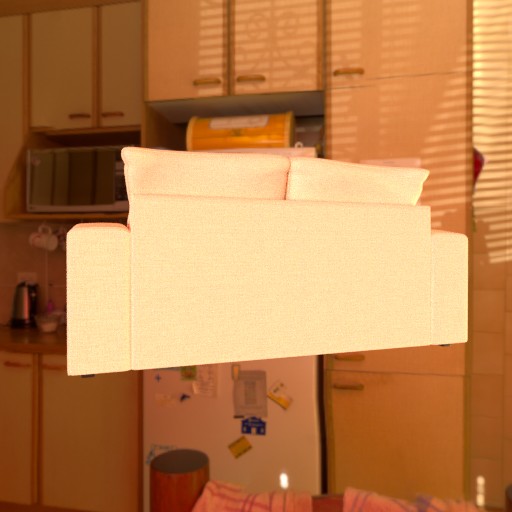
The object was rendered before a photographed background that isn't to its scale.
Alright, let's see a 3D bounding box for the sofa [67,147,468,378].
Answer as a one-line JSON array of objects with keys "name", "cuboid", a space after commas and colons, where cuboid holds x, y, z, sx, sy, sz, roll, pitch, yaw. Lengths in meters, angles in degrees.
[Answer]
[{"name": "sofa", "cuboid": [0.000, 0.000, 2.322, 1.754, 0.875, 1.091, 0, 1, -19]}]
